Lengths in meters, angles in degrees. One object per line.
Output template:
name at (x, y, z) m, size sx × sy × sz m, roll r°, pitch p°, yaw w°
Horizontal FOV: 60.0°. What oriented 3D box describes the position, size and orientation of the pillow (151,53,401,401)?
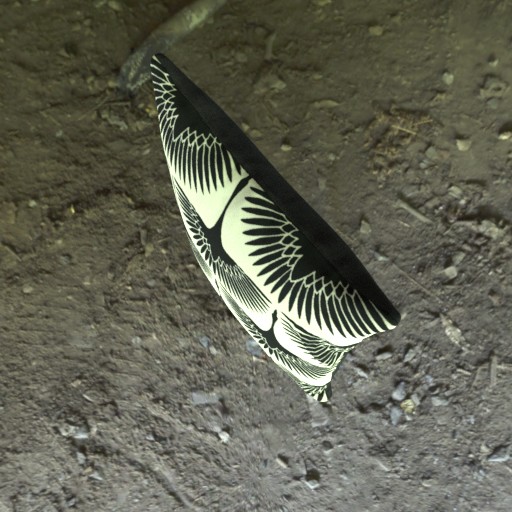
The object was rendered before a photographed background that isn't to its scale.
pillow at (0.000, 0.000, 0.660) m, size 0.139 × 0.432 × 0.432 m, roll -33°, pitch 68°, yaw -15°
